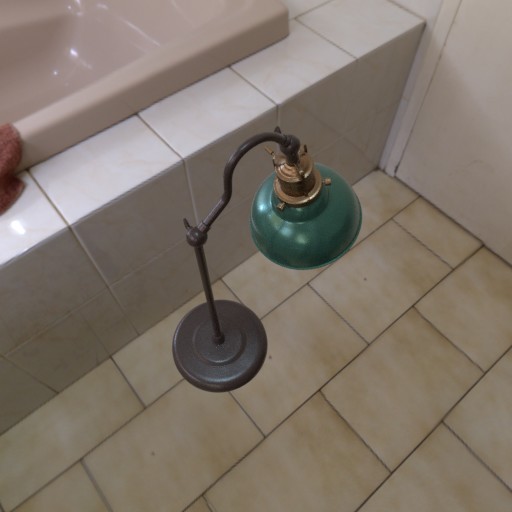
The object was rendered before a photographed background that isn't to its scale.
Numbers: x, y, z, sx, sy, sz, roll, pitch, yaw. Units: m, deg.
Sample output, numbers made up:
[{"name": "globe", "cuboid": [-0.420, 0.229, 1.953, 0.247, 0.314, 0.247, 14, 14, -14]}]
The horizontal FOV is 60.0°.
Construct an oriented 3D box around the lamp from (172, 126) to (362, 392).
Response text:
[{"name": "lamp", "cuboid": [0.000, 0.000, 0.707, 0.374, 0.508, 0.192, -33, 64, -18]}]
